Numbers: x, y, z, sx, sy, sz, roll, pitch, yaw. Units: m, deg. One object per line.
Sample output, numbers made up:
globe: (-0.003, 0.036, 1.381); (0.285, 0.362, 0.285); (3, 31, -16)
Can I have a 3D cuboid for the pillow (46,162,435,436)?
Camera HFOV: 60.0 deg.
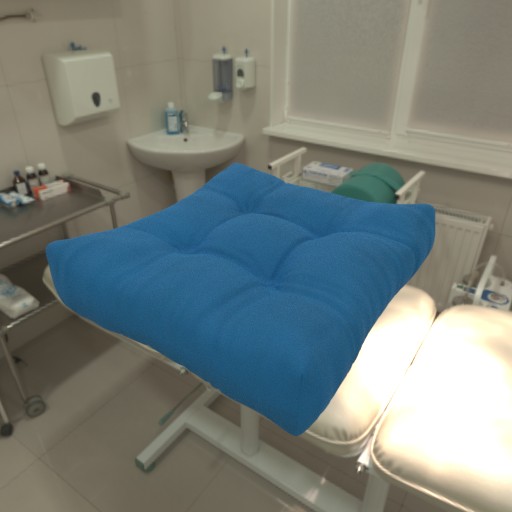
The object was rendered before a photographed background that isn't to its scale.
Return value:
pillow: (0.000, 0.000, 0.739); (0.468, 0.128, 0.490); (19, 36, 29)
